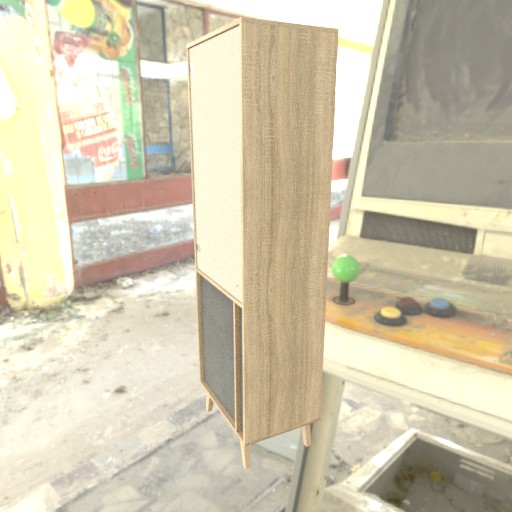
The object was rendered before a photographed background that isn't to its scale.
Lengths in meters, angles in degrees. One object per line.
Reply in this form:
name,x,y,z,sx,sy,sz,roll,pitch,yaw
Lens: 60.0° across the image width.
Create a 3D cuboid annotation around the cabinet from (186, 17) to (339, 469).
cabinet,0.000,0.000,2.058,0.400,1.850,0.570,-8,18,-26
